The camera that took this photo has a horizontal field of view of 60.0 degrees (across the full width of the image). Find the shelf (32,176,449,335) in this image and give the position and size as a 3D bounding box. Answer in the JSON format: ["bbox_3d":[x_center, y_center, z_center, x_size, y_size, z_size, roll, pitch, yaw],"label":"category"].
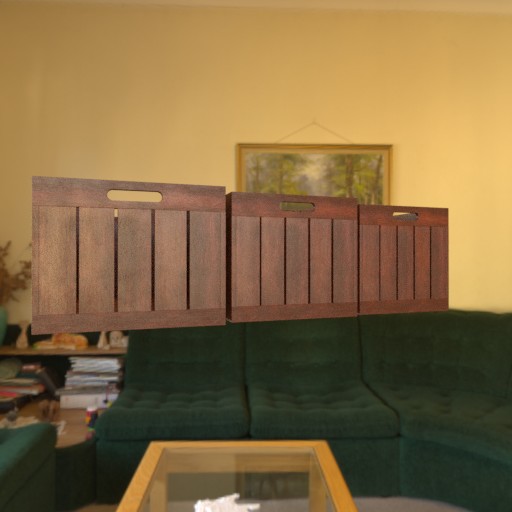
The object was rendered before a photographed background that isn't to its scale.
[{"bbox_3d":[0.000,0.000,1.226,1.064,0.311,0.393,0,0,-19],"label":"shelf"}]
